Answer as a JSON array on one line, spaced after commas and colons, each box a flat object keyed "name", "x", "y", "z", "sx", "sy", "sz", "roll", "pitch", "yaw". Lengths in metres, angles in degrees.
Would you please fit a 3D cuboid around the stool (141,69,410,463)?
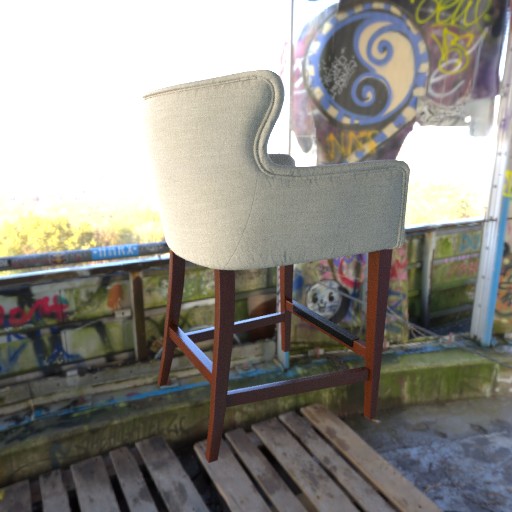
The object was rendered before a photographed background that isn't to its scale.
[{"name": "stool", "x": 0.000, "y": 0.000, "z": 1.368, "sx": 0.637, "sy": 0.987, "sz": 0.615, "roll": -8, "pitch": 16, "yaw": -27}]
